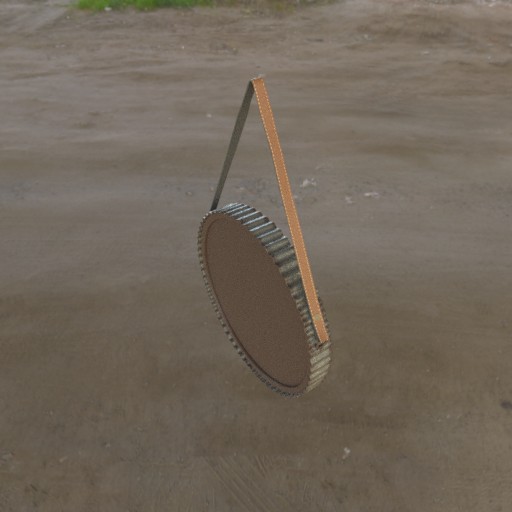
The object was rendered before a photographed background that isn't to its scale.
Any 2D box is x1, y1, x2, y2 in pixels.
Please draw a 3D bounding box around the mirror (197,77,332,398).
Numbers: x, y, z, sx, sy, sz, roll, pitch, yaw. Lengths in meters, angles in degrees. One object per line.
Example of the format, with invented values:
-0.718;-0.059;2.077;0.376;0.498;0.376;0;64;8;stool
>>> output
0.000;0.000;0.724;0.042;0.568;0.355;-24;46;-26;mirror
